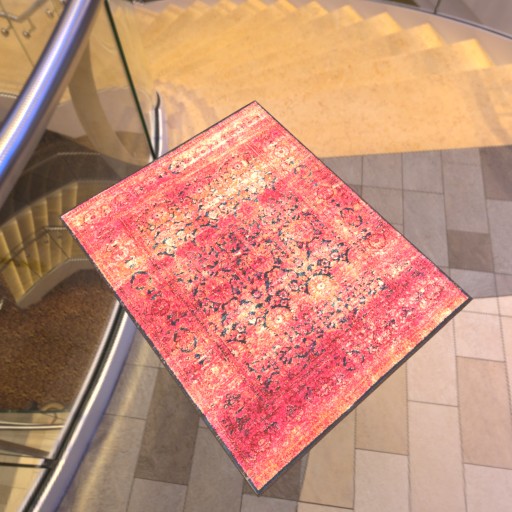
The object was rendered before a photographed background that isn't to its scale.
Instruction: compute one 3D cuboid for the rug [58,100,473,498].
[{"bbox_3d":[0.000,0.000,4.036,2.411,0.020,3.032,-36,69,-16],"label":"rug"}]
